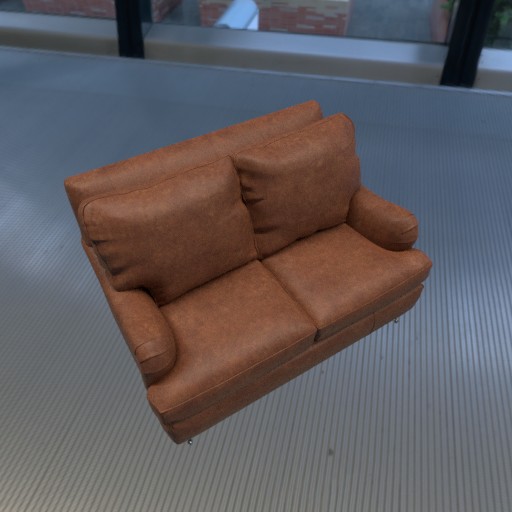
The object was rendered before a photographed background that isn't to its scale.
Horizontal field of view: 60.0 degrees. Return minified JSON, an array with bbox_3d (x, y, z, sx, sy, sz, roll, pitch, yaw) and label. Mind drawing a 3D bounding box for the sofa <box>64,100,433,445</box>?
[{"bbox_3d":[0.000,0.000,2.256,1.527,1.004,1.077,-24,51,-21],"label":"sofa"}]
